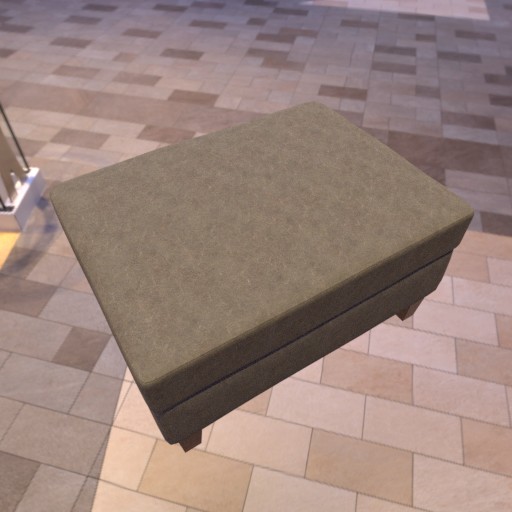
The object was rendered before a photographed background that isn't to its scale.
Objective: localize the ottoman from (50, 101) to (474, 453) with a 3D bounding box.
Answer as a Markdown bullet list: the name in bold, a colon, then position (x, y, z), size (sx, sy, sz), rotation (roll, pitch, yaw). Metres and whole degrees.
- **ottoman**: position (0.000, 0.000, 1.205), size (0.839, 0.464, 0.639), rotation (-25, 52, -21)
